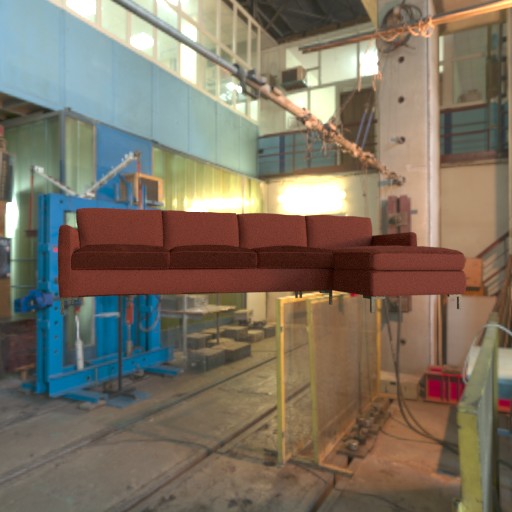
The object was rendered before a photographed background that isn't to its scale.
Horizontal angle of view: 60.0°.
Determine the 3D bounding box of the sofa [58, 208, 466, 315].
[{"bbox_3d":[0.000,0.000,3.535,2.932,0.810,1.350,0,0,-17],"label":"sofa"}]
